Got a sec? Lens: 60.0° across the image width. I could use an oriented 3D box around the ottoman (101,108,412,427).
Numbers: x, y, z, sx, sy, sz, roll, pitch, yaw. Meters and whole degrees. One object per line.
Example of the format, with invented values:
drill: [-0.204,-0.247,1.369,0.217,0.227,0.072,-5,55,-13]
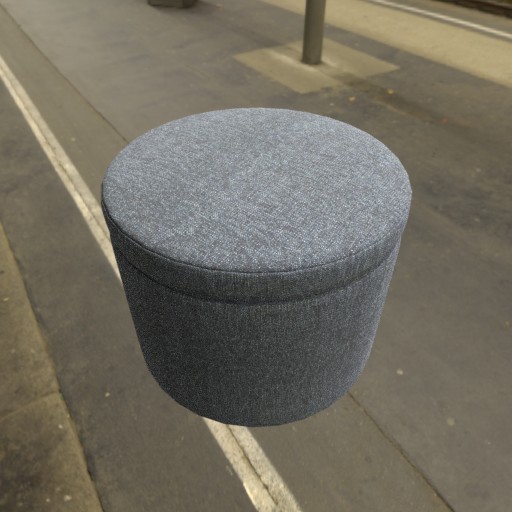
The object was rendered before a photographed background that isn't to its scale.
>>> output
ottoman: [0.000,0.000,0.852,0.500,0.419,0.500,0,41,0]
